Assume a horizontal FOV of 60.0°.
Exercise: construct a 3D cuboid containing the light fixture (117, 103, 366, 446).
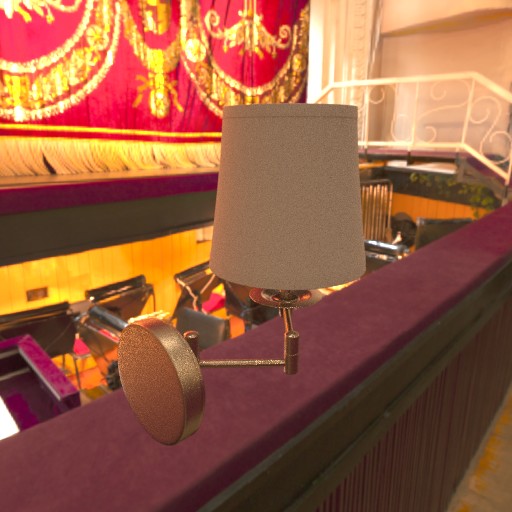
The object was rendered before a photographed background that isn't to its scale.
[{"bbox_3d":[0.000,0.000,0.592,0.348,0.381,0.223,-15,21,-43],"label":"light fixture"}]
